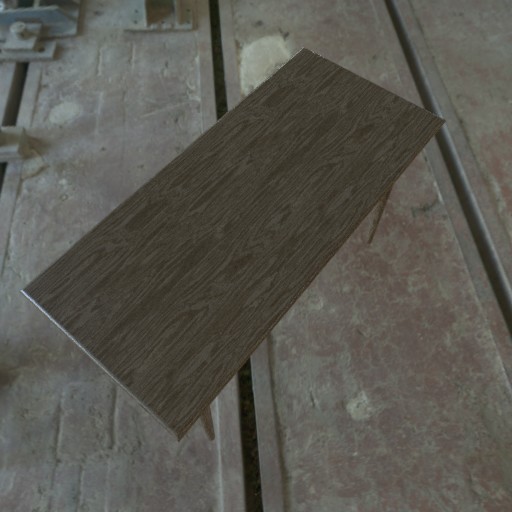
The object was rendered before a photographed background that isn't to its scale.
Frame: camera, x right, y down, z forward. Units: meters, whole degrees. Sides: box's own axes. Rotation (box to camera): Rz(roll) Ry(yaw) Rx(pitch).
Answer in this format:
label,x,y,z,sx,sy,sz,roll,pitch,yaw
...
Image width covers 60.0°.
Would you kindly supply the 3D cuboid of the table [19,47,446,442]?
label,x,y,z,sx,sy,sz,roll,pitch,yaw
table,0.000,0.000,1.688,0.599,0.780,1.300,36,67,17
